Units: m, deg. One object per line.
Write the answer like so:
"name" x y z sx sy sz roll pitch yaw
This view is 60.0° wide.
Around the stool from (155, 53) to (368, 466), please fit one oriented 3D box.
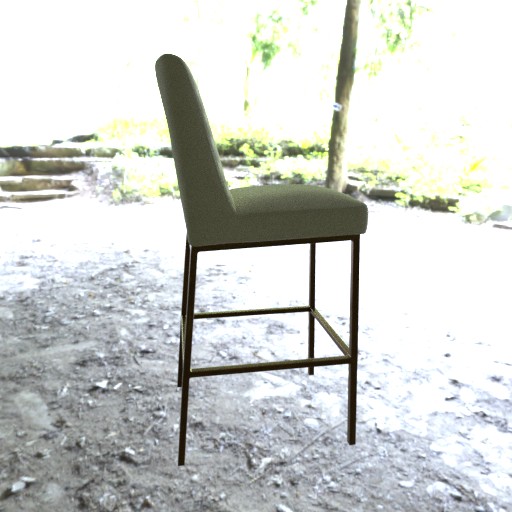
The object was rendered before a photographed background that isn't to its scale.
"stool" 0.000 0.000 1.359 0.546 1.084 0.462 -3 15 -10
